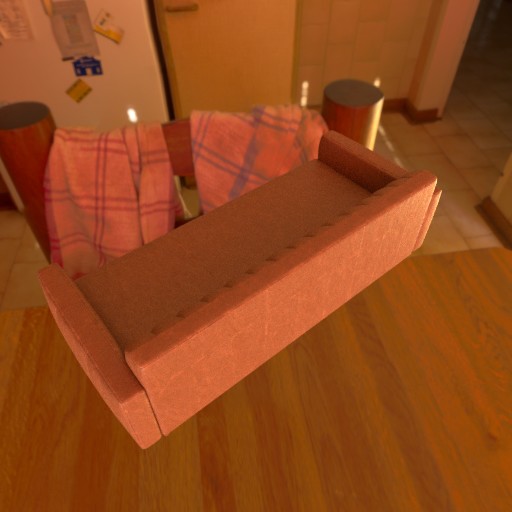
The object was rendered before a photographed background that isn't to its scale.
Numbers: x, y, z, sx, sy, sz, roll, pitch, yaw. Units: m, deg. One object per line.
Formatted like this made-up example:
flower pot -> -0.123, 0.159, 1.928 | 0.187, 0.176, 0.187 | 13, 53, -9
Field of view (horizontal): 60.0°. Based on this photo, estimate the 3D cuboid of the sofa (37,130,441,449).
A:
sofa -> 0.000, 0.000, 2.714 | 2.291, 0.821, 0.990 | -31, 53, -26
